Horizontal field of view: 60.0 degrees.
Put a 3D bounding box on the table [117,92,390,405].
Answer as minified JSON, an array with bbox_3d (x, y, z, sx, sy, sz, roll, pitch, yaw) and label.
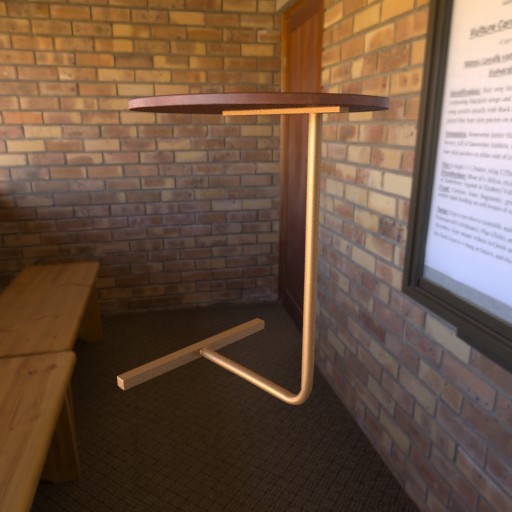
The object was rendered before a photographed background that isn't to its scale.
[{"bbox_3d":[0.000,0.000,1.074,0.577,0.706,0.530,15,22,43],"label":"table"}]
